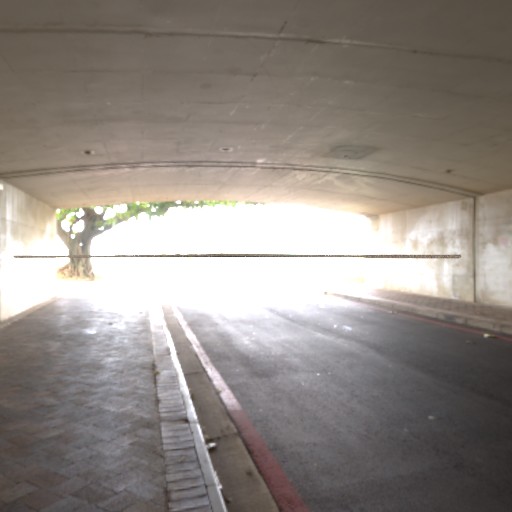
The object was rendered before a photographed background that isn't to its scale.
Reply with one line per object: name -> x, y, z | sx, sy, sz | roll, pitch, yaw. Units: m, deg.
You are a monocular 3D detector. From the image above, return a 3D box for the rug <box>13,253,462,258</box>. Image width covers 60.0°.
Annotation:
rug -> 0.000, 0.000, 4.849 | 3.778, 0.053, 2.873 | 0, 0, 18
